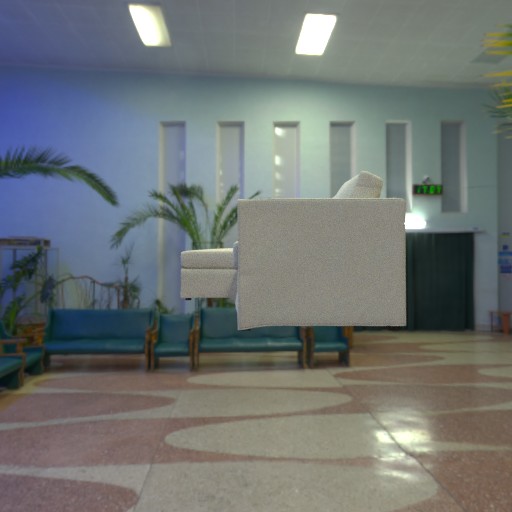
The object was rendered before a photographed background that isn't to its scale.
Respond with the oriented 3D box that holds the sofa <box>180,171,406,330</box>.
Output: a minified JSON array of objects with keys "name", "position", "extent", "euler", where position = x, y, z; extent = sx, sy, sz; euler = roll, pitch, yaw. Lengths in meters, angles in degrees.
[{"name":"sofa","position":[0.000,0.000,4.001],"extent":[1.650,0.922,3.205],"euler":[0,-1,0]}]
